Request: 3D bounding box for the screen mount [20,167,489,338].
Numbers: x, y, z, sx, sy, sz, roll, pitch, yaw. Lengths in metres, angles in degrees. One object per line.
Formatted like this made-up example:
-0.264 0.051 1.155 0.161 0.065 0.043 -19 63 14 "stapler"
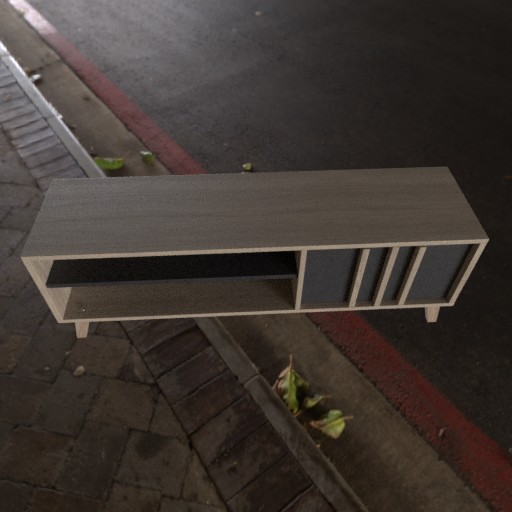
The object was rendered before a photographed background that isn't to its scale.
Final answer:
0.000 0.000 1.737 1.500 0.509 0.401 -2 47 -2 "screen mount"
